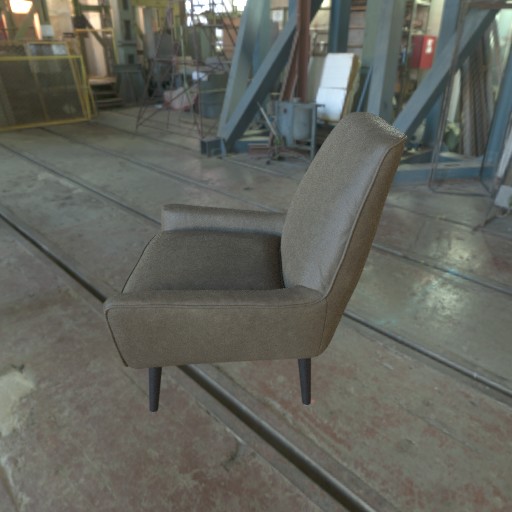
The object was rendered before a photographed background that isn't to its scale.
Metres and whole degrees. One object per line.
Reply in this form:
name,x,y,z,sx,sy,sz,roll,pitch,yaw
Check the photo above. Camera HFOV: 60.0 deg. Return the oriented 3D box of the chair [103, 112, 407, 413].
chair,0.000,0.000,1.498,0.824,0.888,0.787,0,26,1
